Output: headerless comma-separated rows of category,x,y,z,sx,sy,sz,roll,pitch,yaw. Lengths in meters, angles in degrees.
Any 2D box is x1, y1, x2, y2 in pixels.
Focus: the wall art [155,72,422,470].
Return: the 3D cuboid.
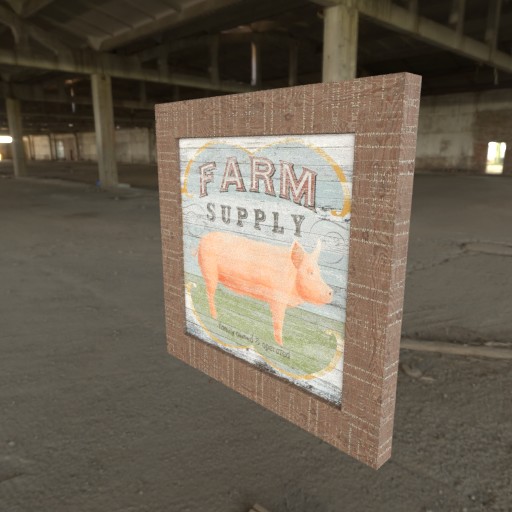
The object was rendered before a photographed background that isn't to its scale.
wall art,0.000,0.000,0.768,0.040,0.531,0.531,-13,19,-43
